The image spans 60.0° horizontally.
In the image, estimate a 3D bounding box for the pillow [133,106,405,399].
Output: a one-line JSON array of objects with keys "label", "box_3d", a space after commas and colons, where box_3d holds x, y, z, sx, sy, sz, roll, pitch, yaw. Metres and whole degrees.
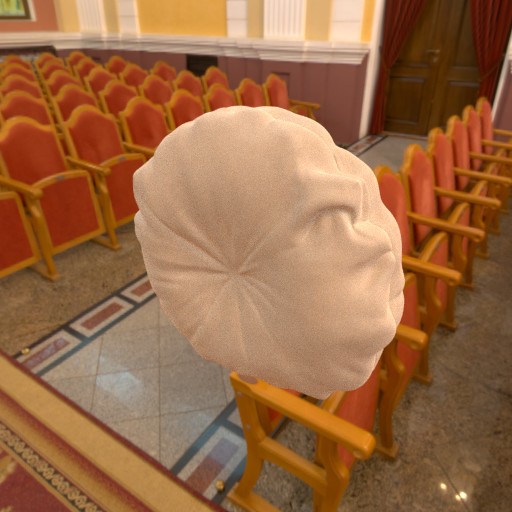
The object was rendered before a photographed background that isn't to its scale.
[{"label": "pillow", "box_3d": [0.000, 0.000, 0.631, 0.428, 0.407, 0.148, 19, 34, 30]}]
